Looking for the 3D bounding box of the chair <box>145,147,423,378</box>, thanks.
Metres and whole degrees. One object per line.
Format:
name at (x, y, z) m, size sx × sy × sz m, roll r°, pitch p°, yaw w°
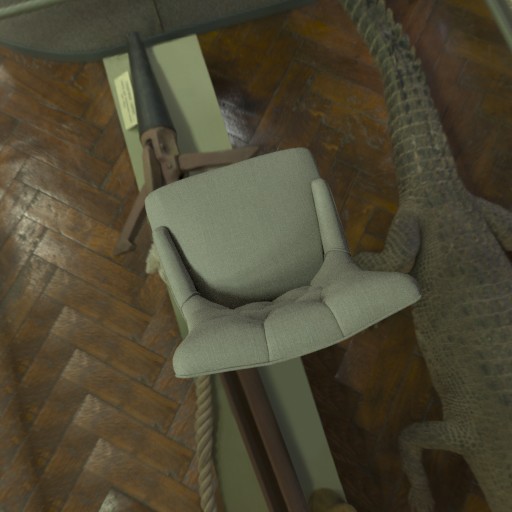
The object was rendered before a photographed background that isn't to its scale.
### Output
chair at (0.000, 0.000, 1.207) m, size 0.509 × 0.874 × 0.565 m, roll -18°, pitch 77°, yaw -4°
